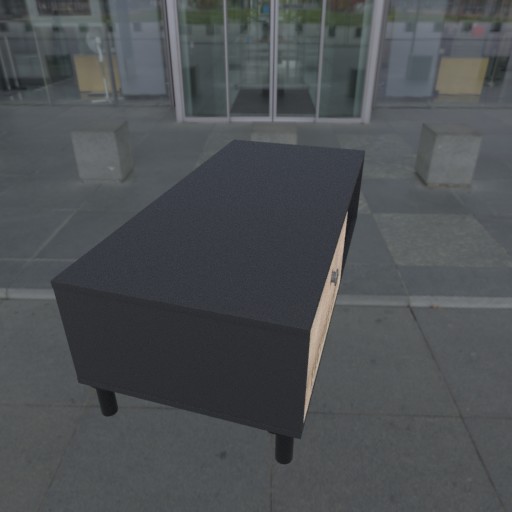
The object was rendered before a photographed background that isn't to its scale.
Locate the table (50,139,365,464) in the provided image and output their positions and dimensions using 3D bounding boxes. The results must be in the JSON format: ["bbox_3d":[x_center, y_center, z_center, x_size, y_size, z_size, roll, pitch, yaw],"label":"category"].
[{"bbox_3d":[0.000,0.000,1.376,0.550,0.400,1.100,9,31,15],"label":"table"}]
